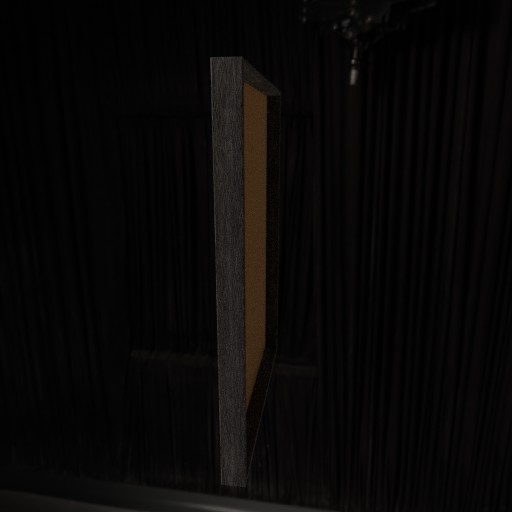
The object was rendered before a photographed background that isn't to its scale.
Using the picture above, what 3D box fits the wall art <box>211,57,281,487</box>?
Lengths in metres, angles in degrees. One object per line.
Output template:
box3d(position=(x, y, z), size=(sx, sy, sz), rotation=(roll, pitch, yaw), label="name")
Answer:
box3d(position=(0.000, 0.000, 1.364), size=(0.063, 1.016, 0.762), rotation=(2, 16, 8), label="wall art")
